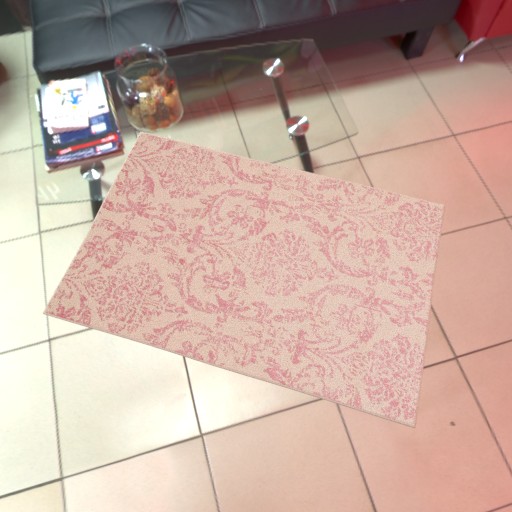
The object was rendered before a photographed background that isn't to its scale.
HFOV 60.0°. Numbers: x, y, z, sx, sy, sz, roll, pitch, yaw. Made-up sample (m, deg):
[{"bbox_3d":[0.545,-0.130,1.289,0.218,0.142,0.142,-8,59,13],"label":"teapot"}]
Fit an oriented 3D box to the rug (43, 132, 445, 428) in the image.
[{"bbox_3d":[0.000,0.000,2.334,1.839,0.012,1.219,15,65,7],"label":"rug"}]
